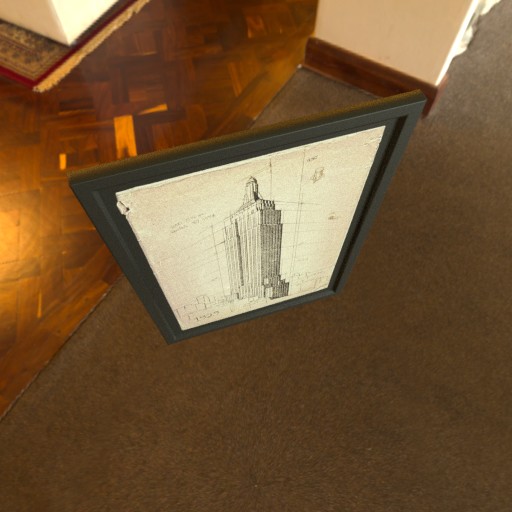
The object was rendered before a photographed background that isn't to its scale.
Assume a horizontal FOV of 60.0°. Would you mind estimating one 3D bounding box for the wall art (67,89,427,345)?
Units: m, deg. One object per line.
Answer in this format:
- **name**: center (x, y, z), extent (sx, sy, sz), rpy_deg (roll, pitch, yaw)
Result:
- **wall art**: center (0.000, 0.000, 0.552), extent (0.303, 0.431, 0.013), rpy_deg (-15, 64, -8)
